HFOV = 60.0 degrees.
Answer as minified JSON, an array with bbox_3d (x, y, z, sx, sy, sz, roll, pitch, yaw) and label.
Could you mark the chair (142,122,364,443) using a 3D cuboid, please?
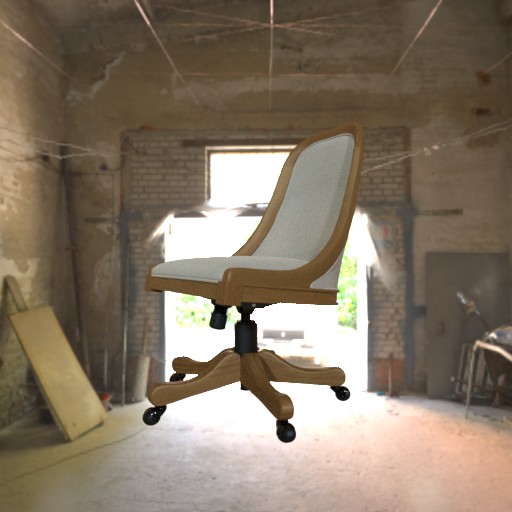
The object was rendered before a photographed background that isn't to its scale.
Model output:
[{"bbox_3d":[0.000,0.000,1.539,0.811,1.009,0.702,0,0,-34],"label":"chair"}]
